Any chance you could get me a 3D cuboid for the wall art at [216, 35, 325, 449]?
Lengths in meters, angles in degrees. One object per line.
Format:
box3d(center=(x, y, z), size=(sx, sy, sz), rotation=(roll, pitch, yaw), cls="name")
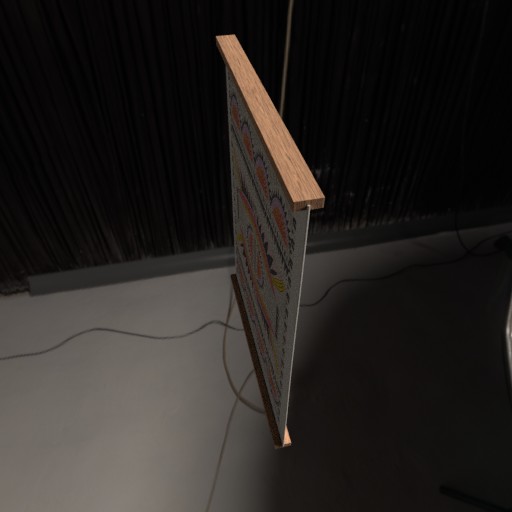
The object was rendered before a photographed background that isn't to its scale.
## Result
box3d(center=(0.000, 0.000, 0.701), size=(0.028, 0.527, 0.403), rotation=(-9, 46, -9), cls="wall art")
